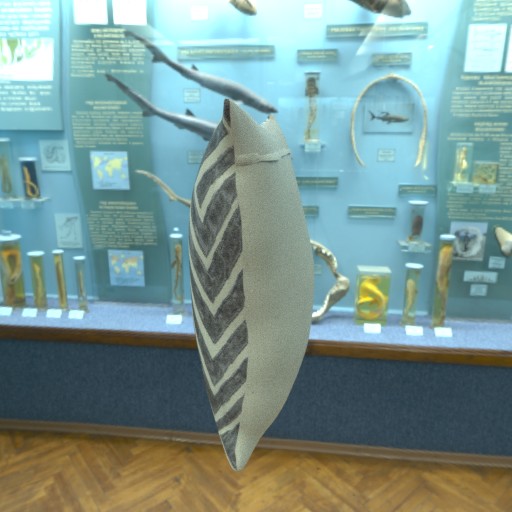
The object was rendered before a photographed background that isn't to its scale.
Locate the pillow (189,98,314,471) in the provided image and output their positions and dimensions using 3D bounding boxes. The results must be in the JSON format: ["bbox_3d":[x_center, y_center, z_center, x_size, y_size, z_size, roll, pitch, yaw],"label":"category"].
[{"bbox_3d":[0.000,0.000,0.687,0.182,0.441,0.440,2,15,8],"label":"pillow"}]
